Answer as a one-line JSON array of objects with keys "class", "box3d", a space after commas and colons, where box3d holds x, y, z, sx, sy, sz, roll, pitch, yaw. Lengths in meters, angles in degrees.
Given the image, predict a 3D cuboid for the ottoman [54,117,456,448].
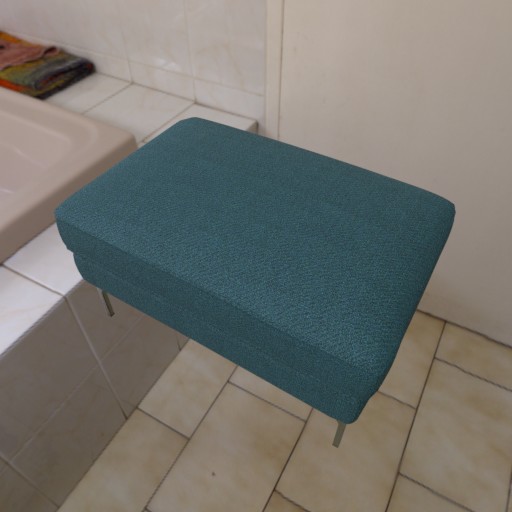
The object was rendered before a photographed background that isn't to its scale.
[{"class": "ottoman", "box3d": [0.000, 0.000, 1.199, 0.856, 0.498, 0.563, 24, 51, 21]}]
